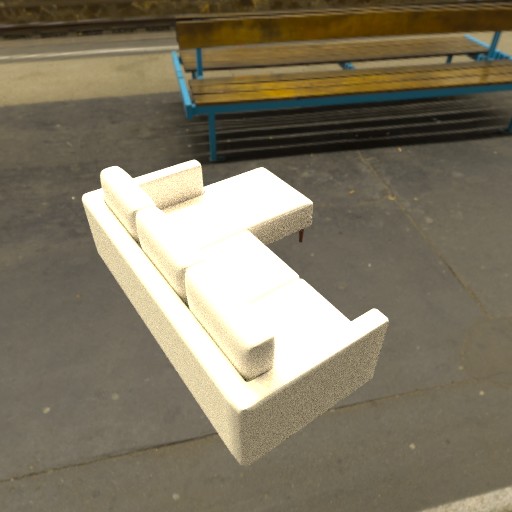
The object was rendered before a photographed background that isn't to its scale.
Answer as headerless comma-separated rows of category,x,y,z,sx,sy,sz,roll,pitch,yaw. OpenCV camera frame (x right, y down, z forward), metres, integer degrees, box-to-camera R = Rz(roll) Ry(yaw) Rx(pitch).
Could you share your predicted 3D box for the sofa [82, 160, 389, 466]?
sofa,0.000,0.000,2.942,1.580,0.899,2.029,-24,46,-26
